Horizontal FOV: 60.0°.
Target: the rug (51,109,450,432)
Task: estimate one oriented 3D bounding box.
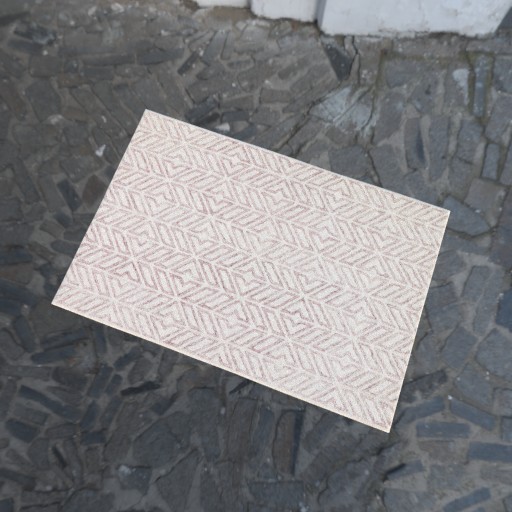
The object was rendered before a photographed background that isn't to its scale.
[{"bbox_3d":[0.000,0.000,2.376,1.828,0.007,1.220,20,77,5],"label":"rug"}]
